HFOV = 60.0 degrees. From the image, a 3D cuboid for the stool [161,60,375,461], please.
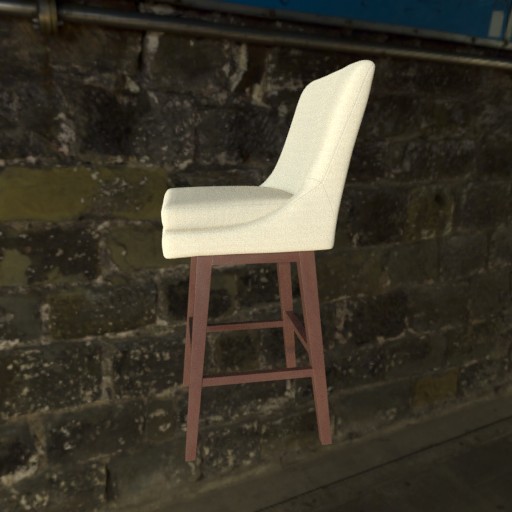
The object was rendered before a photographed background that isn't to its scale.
[{"bbox_3d":[0.000,0.000,1.390,0.559,1.093,0.483,-2,14,-10],"label":"stool"}]
